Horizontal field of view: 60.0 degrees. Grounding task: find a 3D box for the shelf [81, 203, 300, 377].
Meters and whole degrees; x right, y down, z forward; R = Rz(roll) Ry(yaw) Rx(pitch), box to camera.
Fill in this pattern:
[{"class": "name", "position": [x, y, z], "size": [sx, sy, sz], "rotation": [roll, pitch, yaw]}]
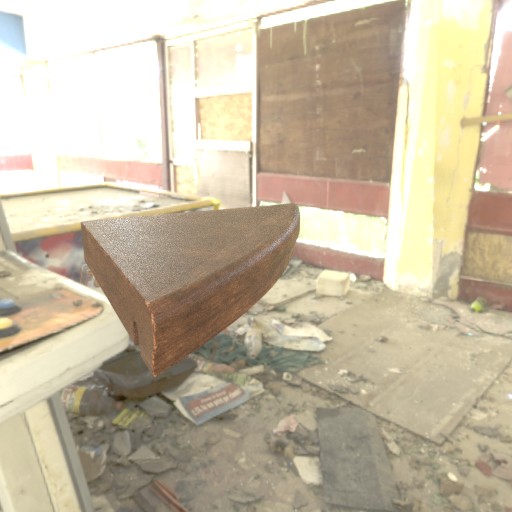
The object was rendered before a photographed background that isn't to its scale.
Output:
[{"class": "shelf", "position": [0.000, 0.000, 0.474], "size": [0.310, 0.050, 0.310], "rotation": [-8, 18, -27]}]
